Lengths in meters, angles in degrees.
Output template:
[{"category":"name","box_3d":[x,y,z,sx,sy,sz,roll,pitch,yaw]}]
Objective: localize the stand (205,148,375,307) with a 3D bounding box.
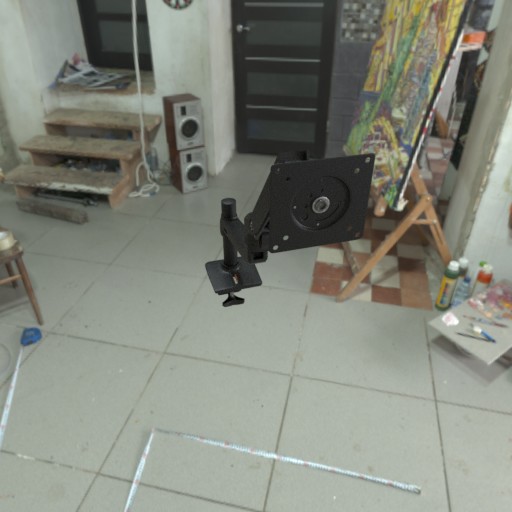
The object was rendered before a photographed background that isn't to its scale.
[{"category":"stand","box_3d":[0.000,0.000,1.029,0.152,0.713,0.650,-9,35,-14]}]
